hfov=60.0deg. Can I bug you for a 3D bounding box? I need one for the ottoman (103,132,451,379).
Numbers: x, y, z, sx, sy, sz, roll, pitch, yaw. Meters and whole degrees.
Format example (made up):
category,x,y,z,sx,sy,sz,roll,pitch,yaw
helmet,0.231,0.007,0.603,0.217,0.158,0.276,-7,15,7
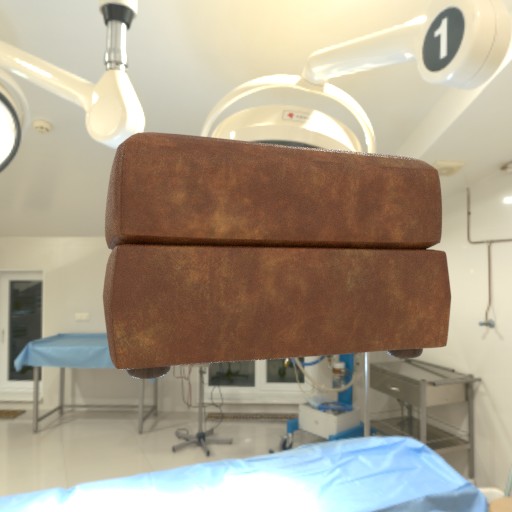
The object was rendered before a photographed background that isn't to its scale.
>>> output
category,x,y,z,sx,sy,sz,roll,pitch,yaw
ottoman,0.000,0.000,1.152,0.751,0.476,0.603,1,-2,-19
